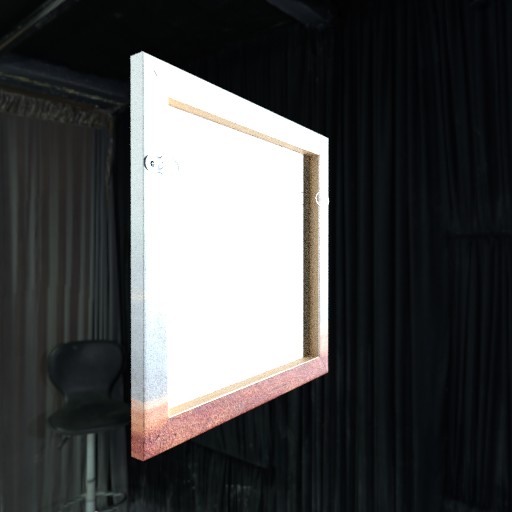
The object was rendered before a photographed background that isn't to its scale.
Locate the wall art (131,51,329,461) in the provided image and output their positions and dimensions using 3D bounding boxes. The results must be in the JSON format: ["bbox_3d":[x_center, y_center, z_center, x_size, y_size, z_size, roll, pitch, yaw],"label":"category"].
[{"bbox_3d":[0.000,0.000,1.139,0.042,0.760,0.760,0,0,36],"label":"wall art"}]
